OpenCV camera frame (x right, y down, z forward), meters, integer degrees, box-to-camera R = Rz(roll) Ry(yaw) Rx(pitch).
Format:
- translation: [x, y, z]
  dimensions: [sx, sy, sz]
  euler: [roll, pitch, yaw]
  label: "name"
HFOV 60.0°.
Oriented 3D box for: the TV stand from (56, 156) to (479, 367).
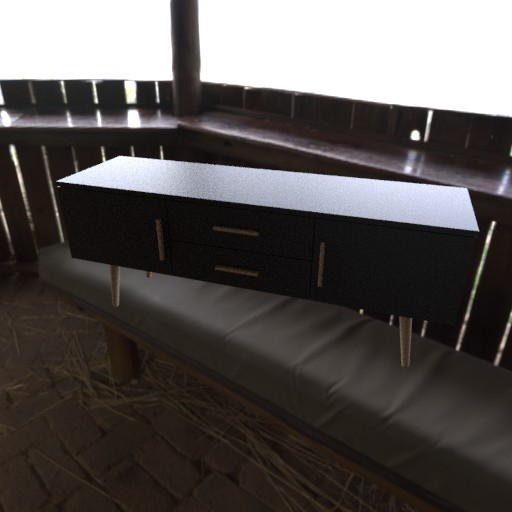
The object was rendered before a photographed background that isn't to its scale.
- translation: [0.000, 0.000, 1.573]
  dimensions: [1.312, 0.518, 0.390]
  euler: [9, 28, 17]
  label: "TV stand"
